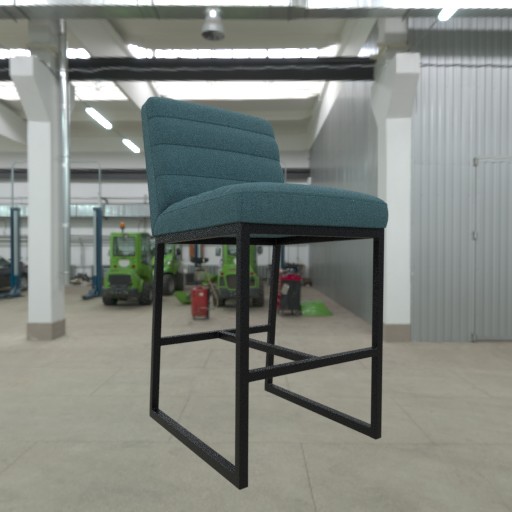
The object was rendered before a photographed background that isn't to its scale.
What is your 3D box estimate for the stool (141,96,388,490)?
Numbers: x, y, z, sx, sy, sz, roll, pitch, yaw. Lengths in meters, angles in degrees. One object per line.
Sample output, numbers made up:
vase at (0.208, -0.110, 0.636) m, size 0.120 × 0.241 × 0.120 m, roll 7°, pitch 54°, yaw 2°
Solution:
stool at (0.000, 0.000, 1.225) m, size 0.460 × 0.940 × 0.560 m, roll -1°, pitch 1°, yaw -35°
